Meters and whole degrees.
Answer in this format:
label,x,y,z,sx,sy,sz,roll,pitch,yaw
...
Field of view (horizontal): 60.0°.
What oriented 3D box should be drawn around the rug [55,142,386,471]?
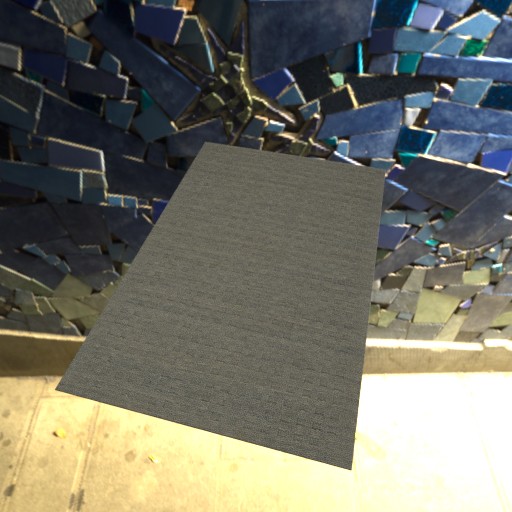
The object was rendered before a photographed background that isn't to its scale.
label,x,y,z,sx,sy,sz,roll,pitch,yaw
rug,0.000,0.000,2.184,1.142,0.006,1.752,11,49,10
